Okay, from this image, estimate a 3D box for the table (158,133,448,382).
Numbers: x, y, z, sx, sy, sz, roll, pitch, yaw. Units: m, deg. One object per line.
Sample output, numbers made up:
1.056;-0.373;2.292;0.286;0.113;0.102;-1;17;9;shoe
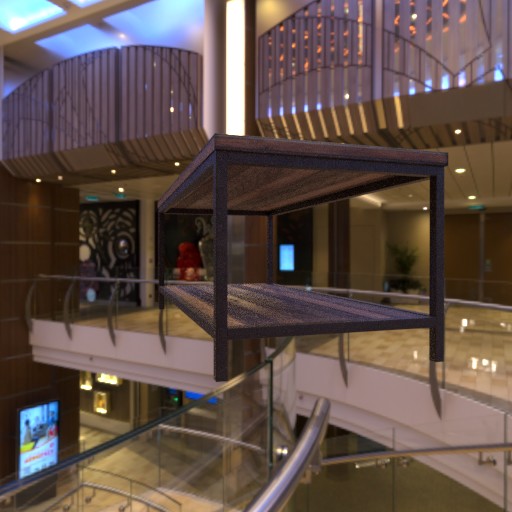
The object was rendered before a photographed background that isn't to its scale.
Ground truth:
0.000;0.000;1.246;0.452;0.399;0.990;0;0;-18;table
